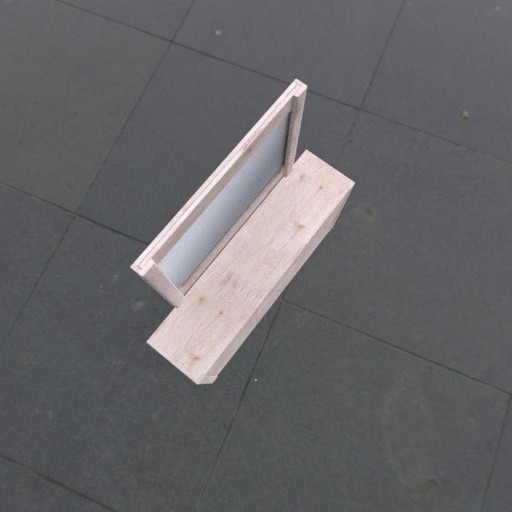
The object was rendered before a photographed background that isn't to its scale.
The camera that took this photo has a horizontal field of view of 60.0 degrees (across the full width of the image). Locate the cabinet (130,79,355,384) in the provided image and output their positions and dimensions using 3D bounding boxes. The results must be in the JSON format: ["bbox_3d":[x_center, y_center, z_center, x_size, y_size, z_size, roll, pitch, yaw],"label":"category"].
[{"bbox_3d":[0.000,0.000,2.861,0.420,1.981,1.700,37,78,10],"label":"cabinet"}]
